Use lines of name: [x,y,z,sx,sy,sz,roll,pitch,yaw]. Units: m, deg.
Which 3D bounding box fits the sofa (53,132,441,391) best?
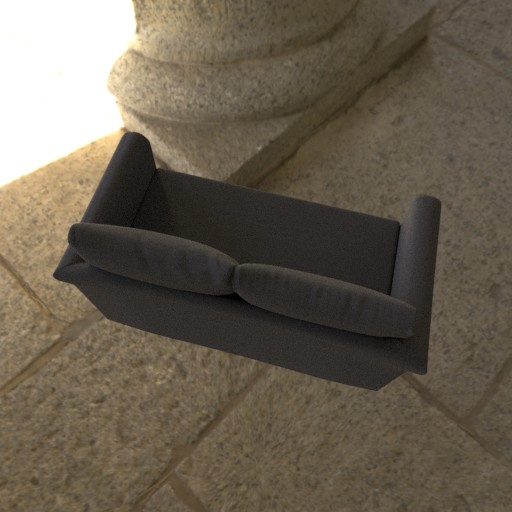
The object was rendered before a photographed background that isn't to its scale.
sofa: [0.000,0.000,1.967,1.460,0.872,0.741,14,65,6]
